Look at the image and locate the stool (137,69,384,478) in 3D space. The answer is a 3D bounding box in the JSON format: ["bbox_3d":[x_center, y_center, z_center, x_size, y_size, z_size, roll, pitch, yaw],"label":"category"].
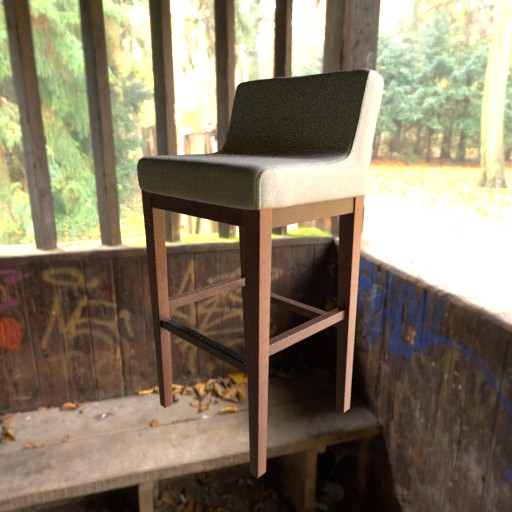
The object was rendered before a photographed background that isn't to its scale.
[{"bbox_3d":[0.000,0.000,1.330,0.500,1.037,0.511,-15,22,-43],"label":"stool"}]
